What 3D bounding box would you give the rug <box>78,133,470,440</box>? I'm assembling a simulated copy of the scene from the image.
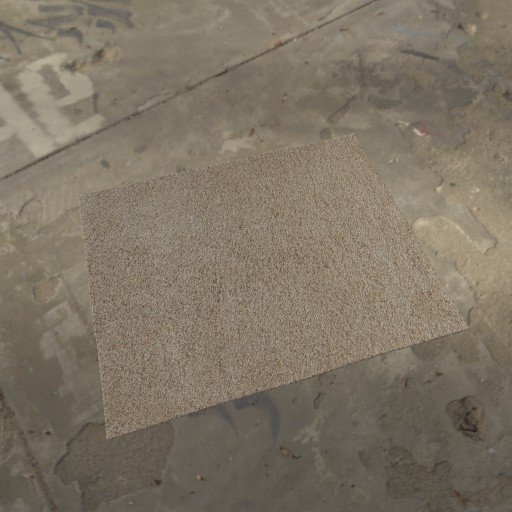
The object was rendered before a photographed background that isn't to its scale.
[{"bbox_3d":[0.000,0.000,4.069,3.000,0.025,2.400,-15,60,-9],"label":"rug"}]
